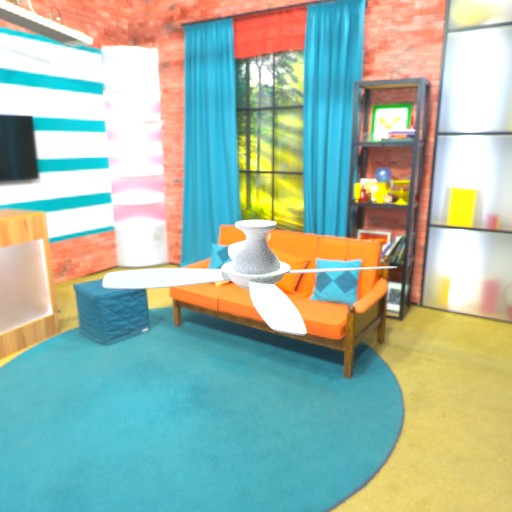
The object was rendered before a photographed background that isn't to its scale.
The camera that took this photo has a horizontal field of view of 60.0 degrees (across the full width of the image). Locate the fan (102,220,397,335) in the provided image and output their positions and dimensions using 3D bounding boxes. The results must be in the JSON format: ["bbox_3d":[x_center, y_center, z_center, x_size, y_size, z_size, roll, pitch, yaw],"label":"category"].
[{"bbox_3d":[0.000,0.000,2.532,1.694,0.382,1.693,-2,14,-9],"label":"fan"}]
